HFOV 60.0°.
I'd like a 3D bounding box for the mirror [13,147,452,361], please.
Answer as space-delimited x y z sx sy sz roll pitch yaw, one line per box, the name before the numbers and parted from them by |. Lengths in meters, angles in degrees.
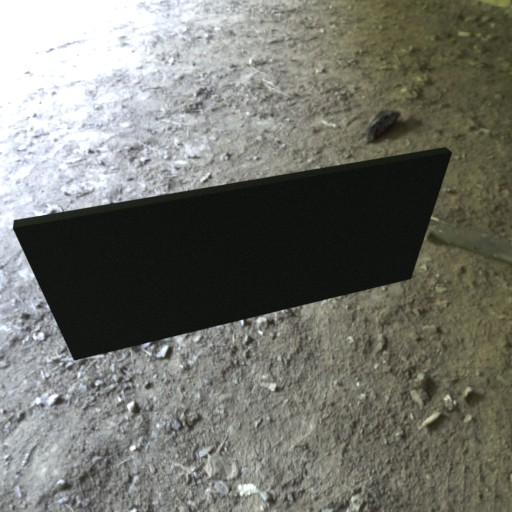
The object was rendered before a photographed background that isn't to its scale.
mirror | 0.000 0.000 1.785 1.584 0.692 0.047 -12 43 -13
